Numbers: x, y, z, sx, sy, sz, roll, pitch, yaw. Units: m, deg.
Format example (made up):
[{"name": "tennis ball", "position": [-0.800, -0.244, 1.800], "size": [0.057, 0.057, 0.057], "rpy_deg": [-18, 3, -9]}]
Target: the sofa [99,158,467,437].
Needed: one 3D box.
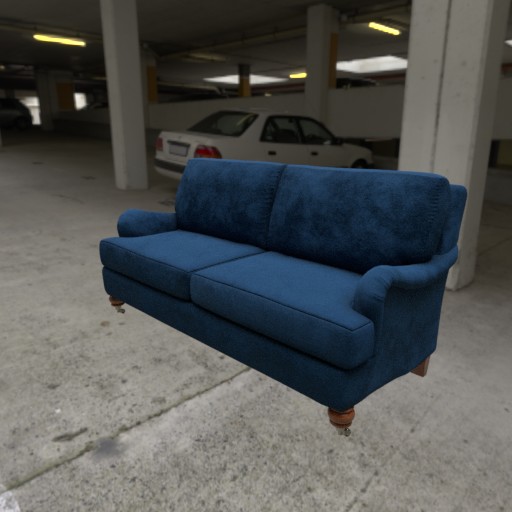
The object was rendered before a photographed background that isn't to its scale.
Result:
[{"name": "sofa", "position": [0.000, 0.000, 2.748], "size": [2.141, 1.101, 1.084], "rpy_deg": [15, 22, 42]}]
